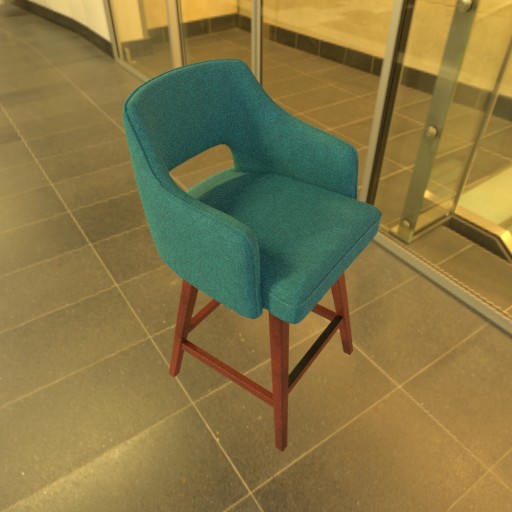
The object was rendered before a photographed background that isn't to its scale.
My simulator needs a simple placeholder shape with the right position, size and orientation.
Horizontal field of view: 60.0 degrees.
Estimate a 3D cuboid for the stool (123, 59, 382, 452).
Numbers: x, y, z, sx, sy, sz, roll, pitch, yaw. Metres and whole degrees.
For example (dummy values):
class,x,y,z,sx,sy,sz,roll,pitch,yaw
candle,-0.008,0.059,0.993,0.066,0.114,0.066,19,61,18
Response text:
class,x,y,z,sx,sy,sz,roll,pitch,yaw
stool,0.000,0.000,1.301,0.556,0.961,0.548,25,46,27
